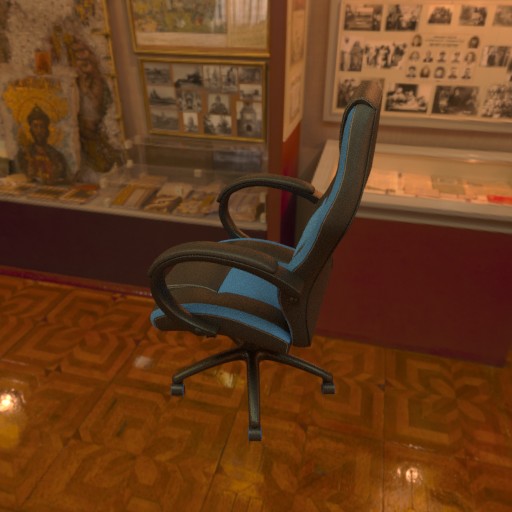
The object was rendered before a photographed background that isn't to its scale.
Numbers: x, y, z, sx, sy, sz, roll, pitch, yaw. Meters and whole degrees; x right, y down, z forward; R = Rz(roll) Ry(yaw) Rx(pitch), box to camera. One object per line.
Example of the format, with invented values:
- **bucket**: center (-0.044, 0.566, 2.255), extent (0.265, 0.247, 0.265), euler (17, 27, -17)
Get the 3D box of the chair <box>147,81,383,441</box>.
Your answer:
- **chair**: center (0.000, 0.000, 1.596), extent (0.724, 1.187, 0.673), euler (9, 32, 14)
